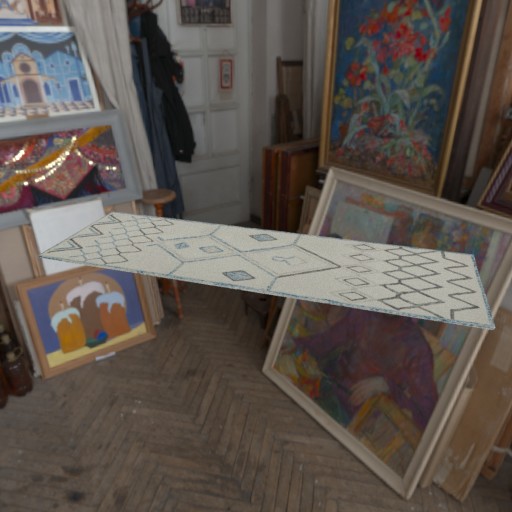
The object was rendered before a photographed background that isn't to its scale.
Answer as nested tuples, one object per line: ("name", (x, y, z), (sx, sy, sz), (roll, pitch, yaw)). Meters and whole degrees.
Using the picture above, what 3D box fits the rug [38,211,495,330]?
("rug", (0.000, 0.000, 2.595), (2.434, 0.013, 0.770), (8, 27, 15))
